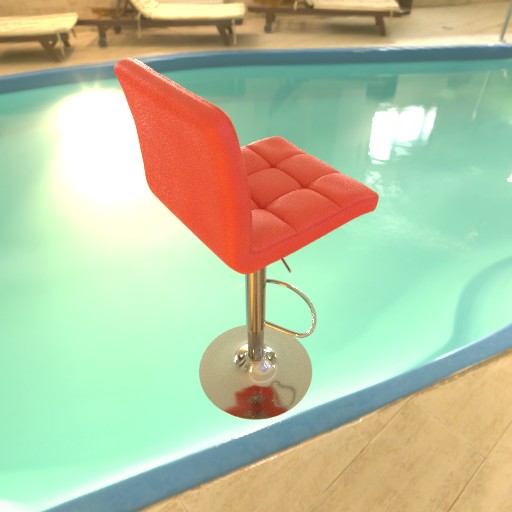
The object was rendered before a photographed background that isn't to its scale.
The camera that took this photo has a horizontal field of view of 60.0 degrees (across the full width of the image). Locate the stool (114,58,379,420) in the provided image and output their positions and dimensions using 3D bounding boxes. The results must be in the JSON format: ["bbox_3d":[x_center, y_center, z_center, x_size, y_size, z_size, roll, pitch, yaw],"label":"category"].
[{"bbox_3d":[0.000,0.000,1.312,0.505,1.115,0.430,-26,47,-27],"label":"stool"}]
